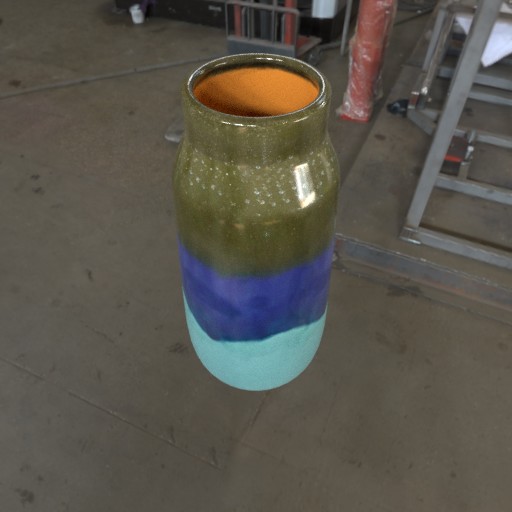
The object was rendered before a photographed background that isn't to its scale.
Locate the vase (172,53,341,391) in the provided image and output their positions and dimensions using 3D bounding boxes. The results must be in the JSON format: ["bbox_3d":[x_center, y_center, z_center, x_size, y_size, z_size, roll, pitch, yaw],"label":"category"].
[{"bbox_3d":[0.000,0.000,0.386,0.139,0.313,0.139,0,47,0],"label":"vase"}]
